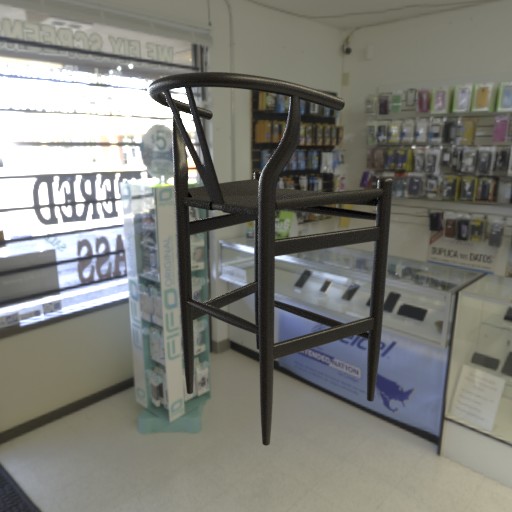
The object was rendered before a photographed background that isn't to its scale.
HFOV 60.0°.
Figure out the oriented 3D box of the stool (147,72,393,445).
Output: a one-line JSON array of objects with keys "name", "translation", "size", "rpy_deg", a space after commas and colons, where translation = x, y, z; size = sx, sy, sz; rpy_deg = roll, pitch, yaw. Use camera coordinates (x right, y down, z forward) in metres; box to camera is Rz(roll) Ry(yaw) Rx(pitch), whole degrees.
[{"name": "stool", "translation": [0.000, 0.000, 1.345], "size": [0.579, 0.970, 0.569], "rpy_deg": [-13, 19, -42]}]
